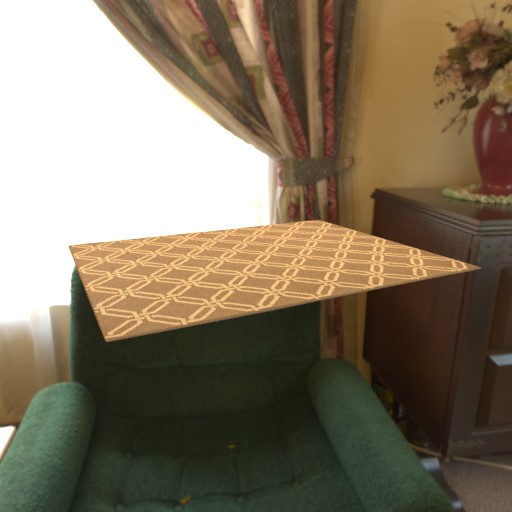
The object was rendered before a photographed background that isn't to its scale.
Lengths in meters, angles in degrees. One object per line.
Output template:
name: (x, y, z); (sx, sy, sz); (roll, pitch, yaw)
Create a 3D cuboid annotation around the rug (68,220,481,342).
rug: (0.000, 0.000, 3.906); (2.895, 0.018, 2.288); (-8, 17, -26)
